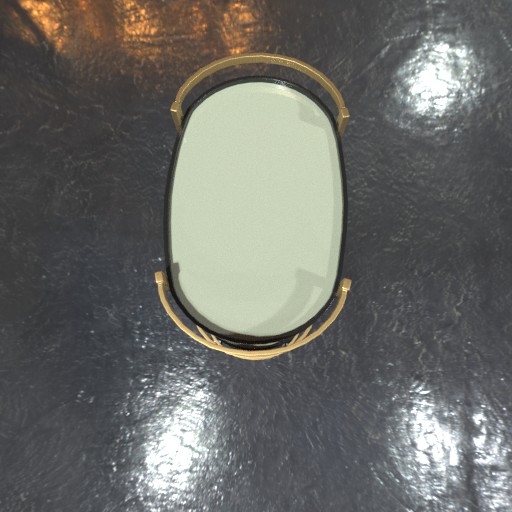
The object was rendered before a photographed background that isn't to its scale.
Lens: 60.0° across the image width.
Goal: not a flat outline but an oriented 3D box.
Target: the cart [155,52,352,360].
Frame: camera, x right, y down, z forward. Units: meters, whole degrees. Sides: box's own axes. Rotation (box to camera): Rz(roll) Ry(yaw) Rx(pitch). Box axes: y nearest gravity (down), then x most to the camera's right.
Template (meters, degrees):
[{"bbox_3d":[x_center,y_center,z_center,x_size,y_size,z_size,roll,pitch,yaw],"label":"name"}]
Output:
[{"bbox_3d":[0.000,0.000,1.138,0.311,0.885,0.515,2,76,1],"label":"cart"}]
